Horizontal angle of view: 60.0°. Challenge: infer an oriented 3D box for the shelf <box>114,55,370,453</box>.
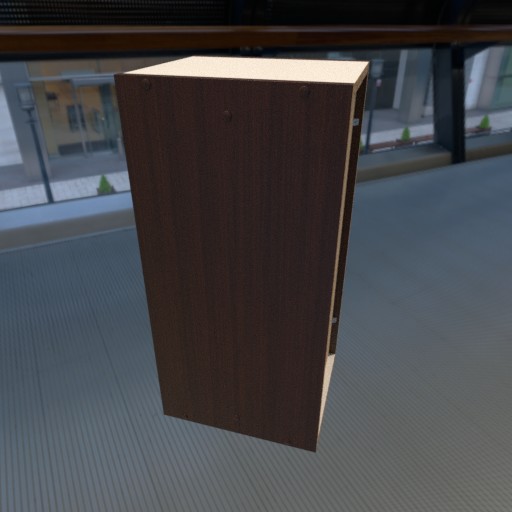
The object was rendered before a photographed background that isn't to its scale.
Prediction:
[{"bbox_3d":[0.000,0.000,0.759,0.290,0.600,0.253,8,31,14],"label":"shelf"}]
